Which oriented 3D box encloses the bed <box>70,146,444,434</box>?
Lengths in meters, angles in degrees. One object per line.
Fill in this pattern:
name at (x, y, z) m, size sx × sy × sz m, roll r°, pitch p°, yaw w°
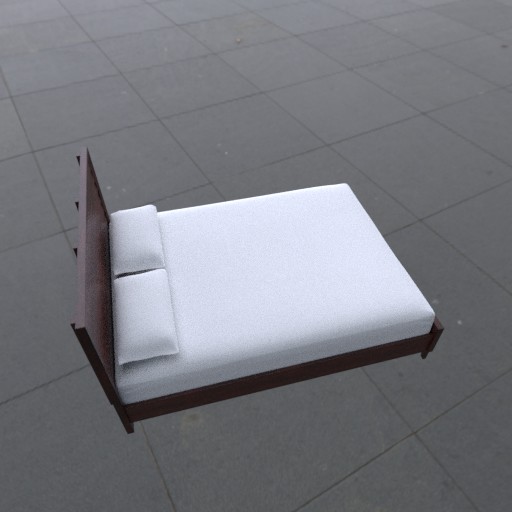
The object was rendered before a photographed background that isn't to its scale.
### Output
bed at (0.000, 0.000, 4.057) m, size 2.803 × 1.492 × 2.040 m, roll -11°, pitch 47°, yaw -10°
